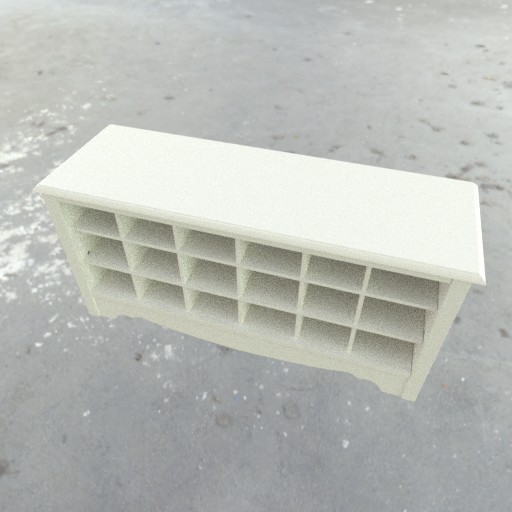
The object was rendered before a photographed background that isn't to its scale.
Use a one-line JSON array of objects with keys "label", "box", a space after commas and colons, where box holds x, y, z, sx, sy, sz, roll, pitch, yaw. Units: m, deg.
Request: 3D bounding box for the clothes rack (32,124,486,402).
[{"label": "clothes rack", "box": [0.000, 0.000, 1.455, 1.218, 0.558, 0.405, 12, 44, 13]}]
